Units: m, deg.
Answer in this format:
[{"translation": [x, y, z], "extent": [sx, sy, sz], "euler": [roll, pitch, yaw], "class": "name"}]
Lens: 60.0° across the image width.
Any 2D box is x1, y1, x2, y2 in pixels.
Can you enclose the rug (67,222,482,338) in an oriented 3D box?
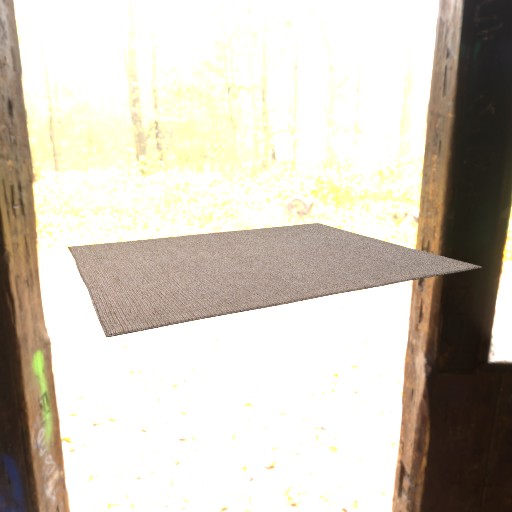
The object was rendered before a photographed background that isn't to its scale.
[{"translation": [0.000, 0.000, 4.083], "extent": [3.034, 0.012, 2.406], "euler": [-7, 16, -26], "class": "rug"}]
